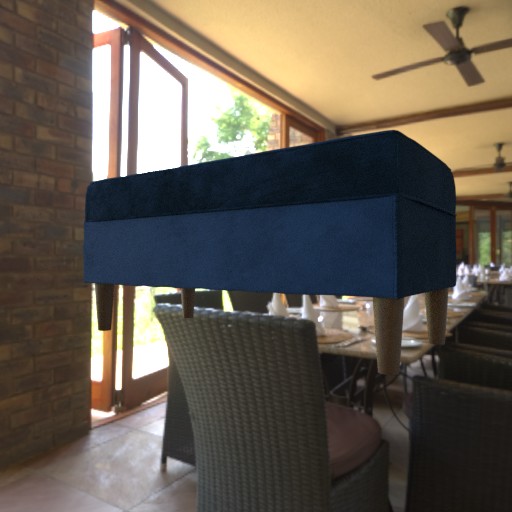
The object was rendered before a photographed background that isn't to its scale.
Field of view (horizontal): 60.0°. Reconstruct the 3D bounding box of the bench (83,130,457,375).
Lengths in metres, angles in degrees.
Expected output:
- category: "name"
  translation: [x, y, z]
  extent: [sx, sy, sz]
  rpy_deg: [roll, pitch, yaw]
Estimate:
- category: "bench"
  translation: [0.000, 0.000, 1.294]
  extent: [1.010, 0.467, 0.489]
  rpy_deg: [0, -1, 36]
